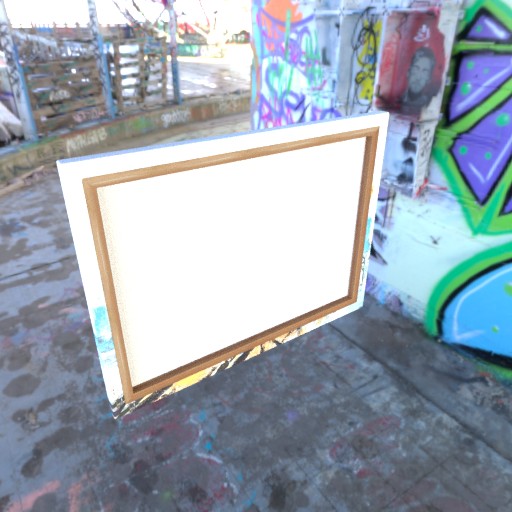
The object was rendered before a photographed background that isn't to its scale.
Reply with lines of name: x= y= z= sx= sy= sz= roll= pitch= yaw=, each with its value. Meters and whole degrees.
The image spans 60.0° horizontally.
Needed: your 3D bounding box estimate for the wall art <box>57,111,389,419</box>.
wall art: x=0.000 y=0.000 z=1.372 sx=1.016 sy=0.762 sz=0.038 roll=-18 pitch=33 yaw=-30
